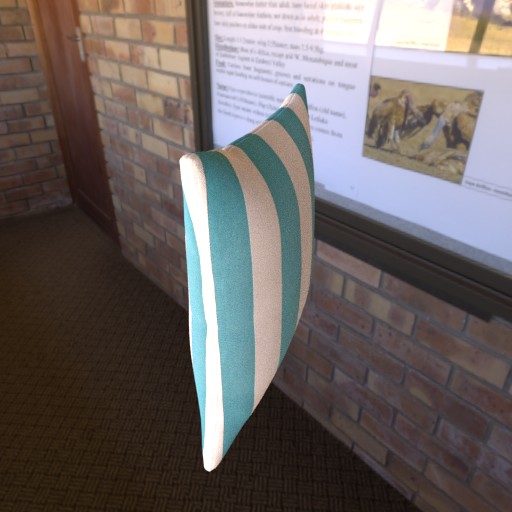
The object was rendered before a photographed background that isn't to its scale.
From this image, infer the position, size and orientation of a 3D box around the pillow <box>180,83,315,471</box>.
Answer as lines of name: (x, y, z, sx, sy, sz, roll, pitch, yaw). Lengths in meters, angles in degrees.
pillow: (0.000, 0.000, 0.816, 0.189, 0.526, 0.536, 9, 32, 15)
